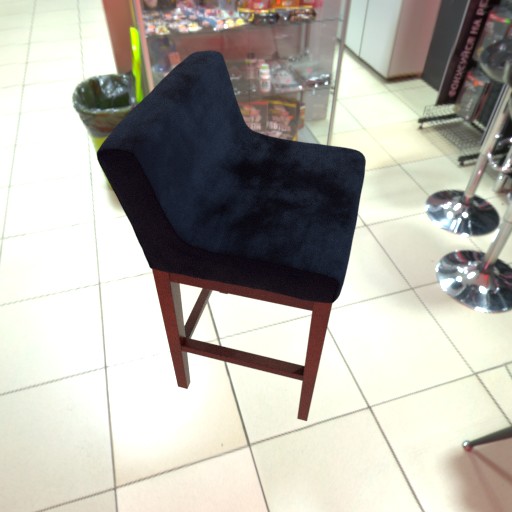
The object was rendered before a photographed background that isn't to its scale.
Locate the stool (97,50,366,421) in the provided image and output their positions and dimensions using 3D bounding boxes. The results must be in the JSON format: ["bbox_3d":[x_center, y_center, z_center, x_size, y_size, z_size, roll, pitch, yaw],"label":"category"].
[{"bbox_3d":[0.000,0.000,1.278,0.516,0.945,0.511,11,47,11],"label":"stool"}]
